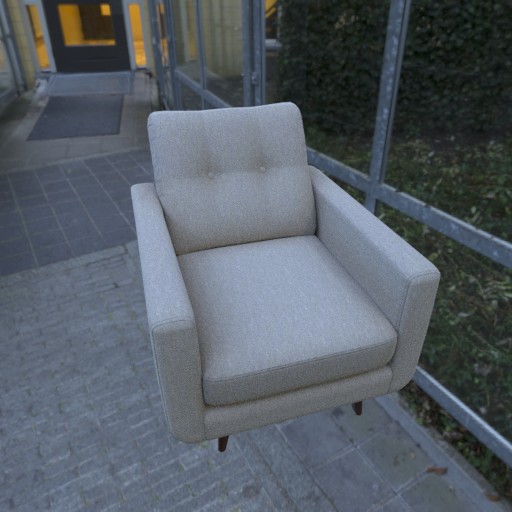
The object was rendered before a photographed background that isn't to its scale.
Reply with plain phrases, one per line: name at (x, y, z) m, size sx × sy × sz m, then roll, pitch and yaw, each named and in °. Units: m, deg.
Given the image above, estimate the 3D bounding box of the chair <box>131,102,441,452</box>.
chair at (0.000, 0.000, 1.772) m, size 0.897 × 0.965 × 1.128 m, roll -9°, pitch 33°, yaw -14°
